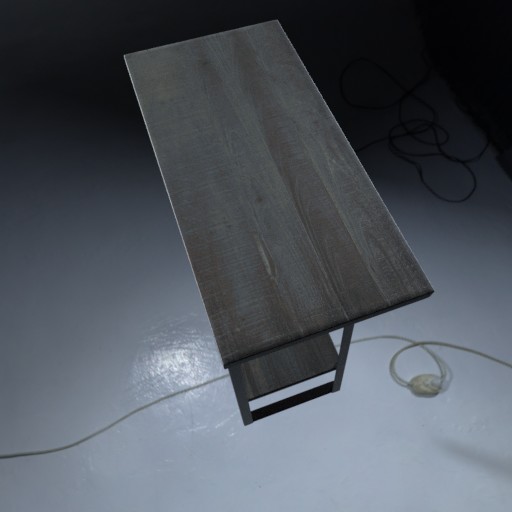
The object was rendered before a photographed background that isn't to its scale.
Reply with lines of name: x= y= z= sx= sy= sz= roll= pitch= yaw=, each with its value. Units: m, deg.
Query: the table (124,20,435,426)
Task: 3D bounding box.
table: x=0.000 y=0.000 z=1.013 sx=0.300 sy=0.701 sz=0.599 roll=-18 pitch=64 yaw=-9
